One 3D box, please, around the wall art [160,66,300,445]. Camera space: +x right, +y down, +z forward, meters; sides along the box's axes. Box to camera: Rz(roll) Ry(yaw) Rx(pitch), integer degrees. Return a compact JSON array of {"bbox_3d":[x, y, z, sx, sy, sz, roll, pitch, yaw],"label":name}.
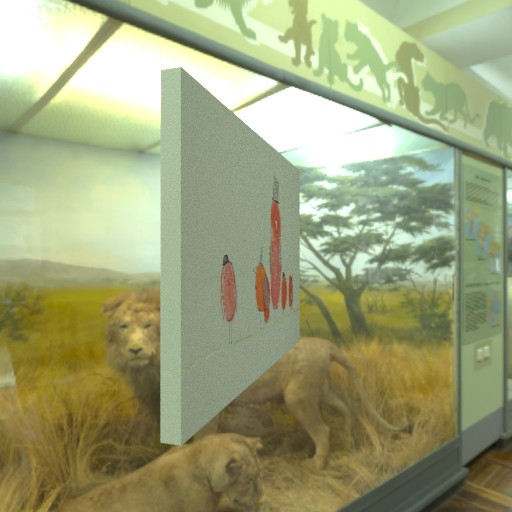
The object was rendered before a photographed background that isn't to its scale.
[{"bbox_3d":[0.000,0.000,1.153,0.038,0.609,0.914,0,0,18],"label":"wall art"}]
